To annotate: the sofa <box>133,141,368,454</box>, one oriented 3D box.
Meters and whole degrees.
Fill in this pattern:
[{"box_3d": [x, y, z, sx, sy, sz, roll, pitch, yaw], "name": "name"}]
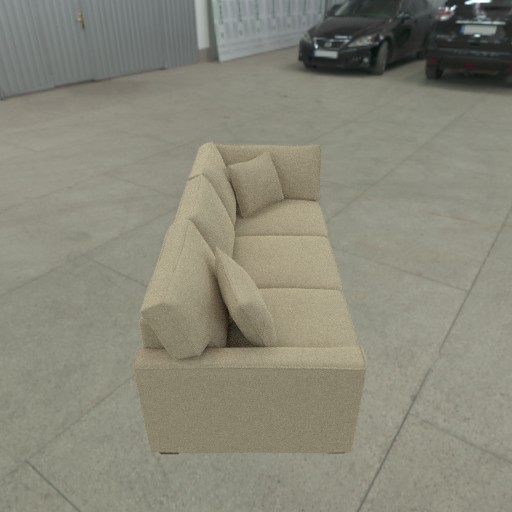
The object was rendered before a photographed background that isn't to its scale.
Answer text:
[{"box_3d": [0.000, 0.000, 2.930, 1.061, 0.962, 2.317, 0, 32, 0], "name": "sofa"}]
